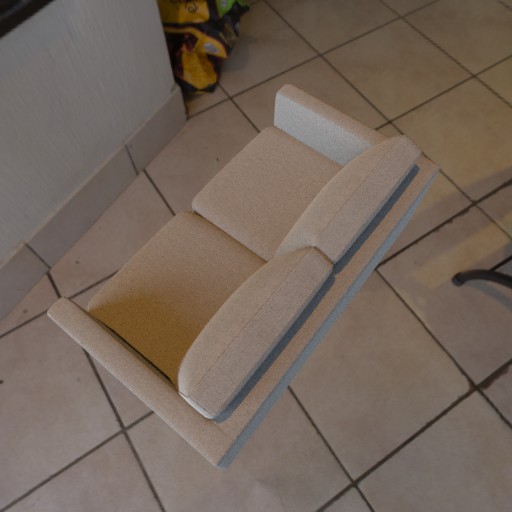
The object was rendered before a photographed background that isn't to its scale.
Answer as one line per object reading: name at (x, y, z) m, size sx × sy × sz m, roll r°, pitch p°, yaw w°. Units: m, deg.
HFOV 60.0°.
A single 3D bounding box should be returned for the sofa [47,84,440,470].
sofa at (0.000, 0.000, 2.276) m, size 1.000 × 0.900 × 1.731 m, roll 35°, pitch 68°, yaw 16°
